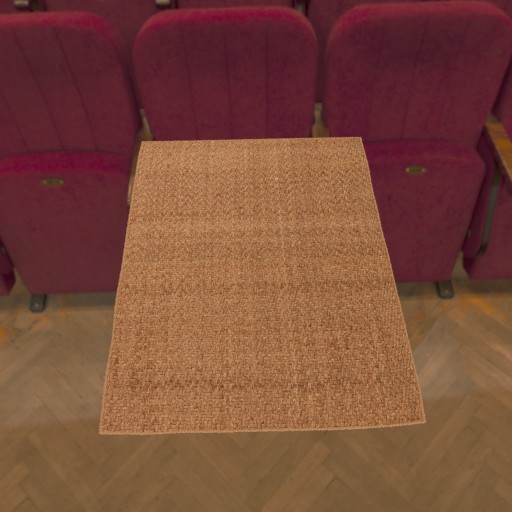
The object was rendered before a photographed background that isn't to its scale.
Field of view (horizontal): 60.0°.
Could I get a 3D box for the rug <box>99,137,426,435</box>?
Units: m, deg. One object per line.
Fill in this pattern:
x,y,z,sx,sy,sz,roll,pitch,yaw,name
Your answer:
0.000,0.000,4.043,2.439,0.013,3.048,-2,57,-1,rug
